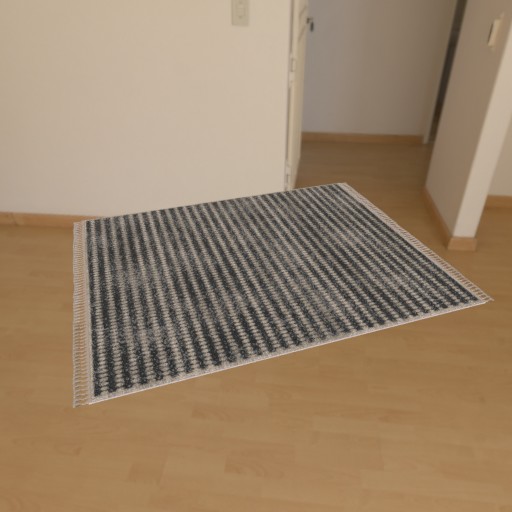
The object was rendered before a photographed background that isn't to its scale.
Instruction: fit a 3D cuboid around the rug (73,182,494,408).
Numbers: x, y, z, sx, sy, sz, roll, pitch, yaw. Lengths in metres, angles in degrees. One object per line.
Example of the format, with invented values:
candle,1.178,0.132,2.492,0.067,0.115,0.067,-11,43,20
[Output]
rug,0.000,0.000,3.728,2.910,0.013,2.256,-11,34,-16
